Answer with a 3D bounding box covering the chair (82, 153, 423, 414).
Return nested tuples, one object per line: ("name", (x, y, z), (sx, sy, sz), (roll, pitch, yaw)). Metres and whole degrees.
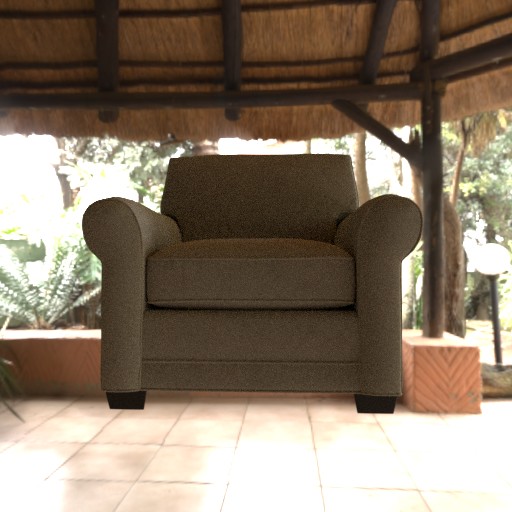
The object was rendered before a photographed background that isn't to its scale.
("chair", (0.000, 0.000, 1.890), (1.147, 1.044, 0.939), (0, -2, 3))
